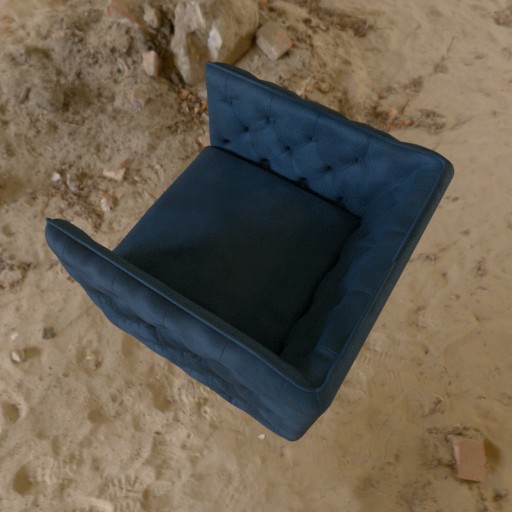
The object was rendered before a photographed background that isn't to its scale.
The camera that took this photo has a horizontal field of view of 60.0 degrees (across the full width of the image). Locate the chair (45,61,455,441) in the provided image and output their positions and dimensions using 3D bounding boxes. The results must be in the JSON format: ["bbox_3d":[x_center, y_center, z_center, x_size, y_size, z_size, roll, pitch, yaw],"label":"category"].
[{"bbox_3d":[0.000,0.000,1.541,0.877,0.771,0.868,29,66,15],"label":"chair"}]
